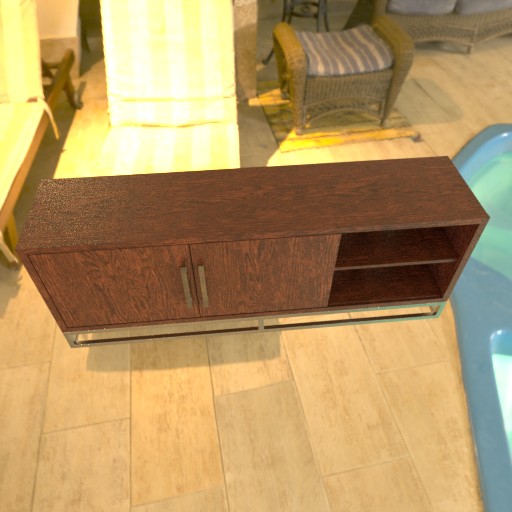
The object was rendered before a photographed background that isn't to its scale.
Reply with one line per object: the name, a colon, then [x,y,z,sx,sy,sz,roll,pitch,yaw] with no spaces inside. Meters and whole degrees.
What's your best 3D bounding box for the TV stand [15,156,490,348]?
TV stand: [0.000,0.000,1.755,1.541,0.578,0.382,-4,47,-4]
